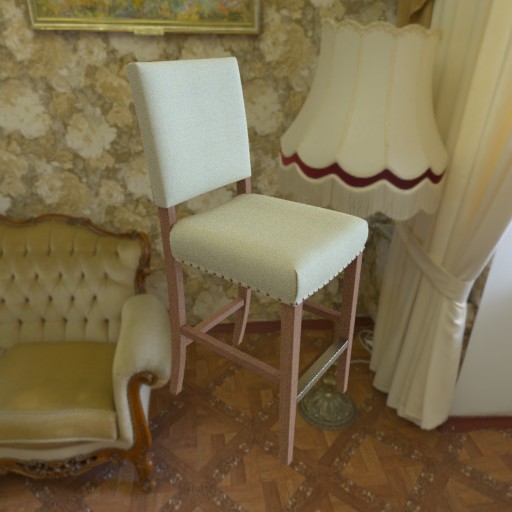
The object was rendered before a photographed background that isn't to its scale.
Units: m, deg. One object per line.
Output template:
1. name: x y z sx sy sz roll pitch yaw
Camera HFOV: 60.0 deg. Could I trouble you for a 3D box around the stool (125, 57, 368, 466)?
1. stool: 0.000 0.000 1.454 0.584 1.168 0.445 18 32 32
